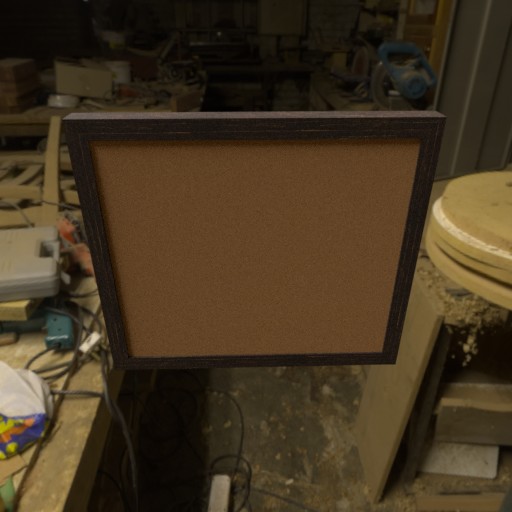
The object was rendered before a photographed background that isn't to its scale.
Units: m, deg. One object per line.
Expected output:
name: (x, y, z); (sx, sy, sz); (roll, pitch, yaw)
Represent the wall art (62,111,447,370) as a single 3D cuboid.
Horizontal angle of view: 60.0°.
wall art: (0.000, 0.000, 0.533); (0.381, 0.330, 0.031); (-1, 29, -1)
